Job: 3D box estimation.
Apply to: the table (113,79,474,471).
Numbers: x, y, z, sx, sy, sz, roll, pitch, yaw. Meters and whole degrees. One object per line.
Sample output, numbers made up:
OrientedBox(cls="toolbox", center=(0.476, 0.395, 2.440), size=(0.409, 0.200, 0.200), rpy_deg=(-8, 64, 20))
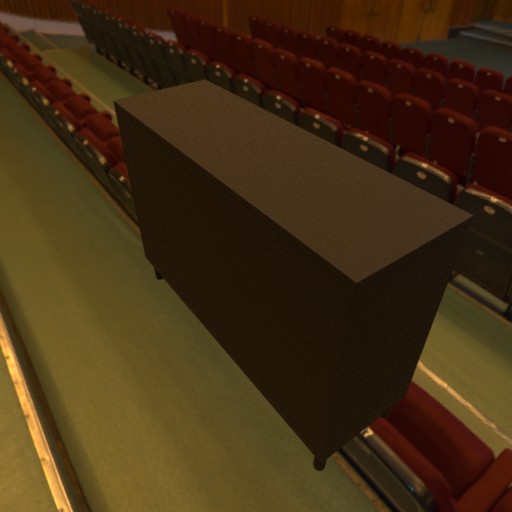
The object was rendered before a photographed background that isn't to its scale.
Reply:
OrientedBox(cls="table", center=(0.000, 0.000, 1.591), size=(0.400, 0.855, 1.200), rpy_deg=(-25, 46, -27))
